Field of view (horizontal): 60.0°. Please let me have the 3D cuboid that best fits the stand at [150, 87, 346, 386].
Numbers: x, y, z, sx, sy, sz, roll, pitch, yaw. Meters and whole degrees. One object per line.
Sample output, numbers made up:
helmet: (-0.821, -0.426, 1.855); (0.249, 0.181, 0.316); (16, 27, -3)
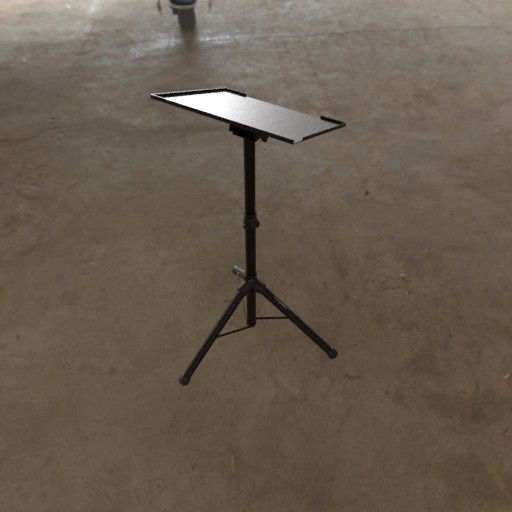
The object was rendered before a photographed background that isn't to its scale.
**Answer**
stand: (0.000, 0.000, 1.639); (0.702, 1.198, 0.702); (24, 51, 22)
